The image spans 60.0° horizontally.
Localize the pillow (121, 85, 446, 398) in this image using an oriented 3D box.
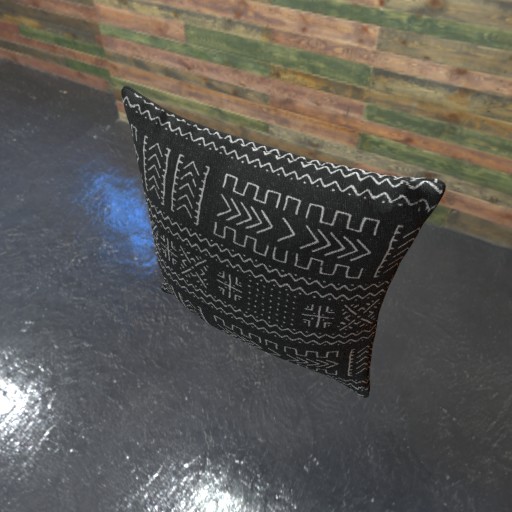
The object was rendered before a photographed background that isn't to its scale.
[{"bbox_3d":[0.000,0.000,0.662,0.438,0.430,0.164,24,50,22],"label":"pillow"}]
